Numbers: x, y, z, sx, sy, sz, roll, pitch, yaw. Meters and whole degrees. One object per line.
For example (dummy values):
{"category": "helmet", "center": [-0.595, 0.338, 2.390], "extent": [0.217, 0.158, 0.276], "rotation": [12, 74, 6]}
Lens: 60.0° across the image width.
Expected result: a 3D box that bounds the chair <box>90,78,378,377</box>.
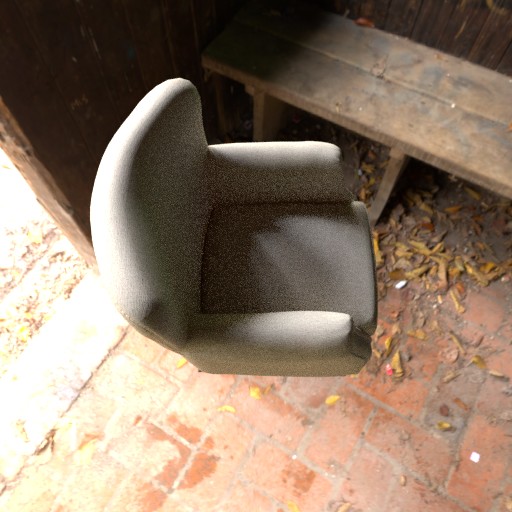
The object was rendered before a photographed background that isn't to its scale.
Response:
{"category": "chair", "center": [0.000, 0.000, 1.644], "extent": [0.921, 0.936, 0.861], "rotation": [2, 63, 1]}
